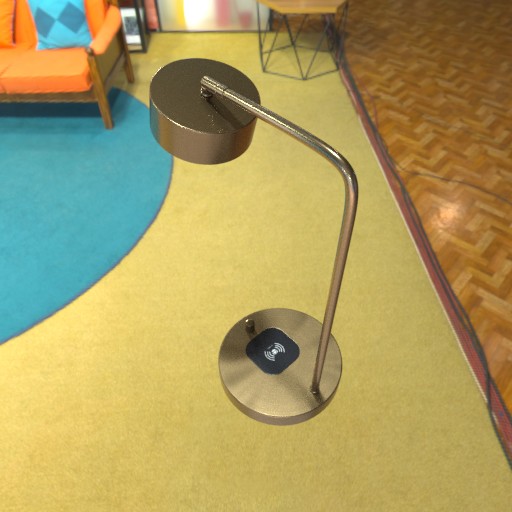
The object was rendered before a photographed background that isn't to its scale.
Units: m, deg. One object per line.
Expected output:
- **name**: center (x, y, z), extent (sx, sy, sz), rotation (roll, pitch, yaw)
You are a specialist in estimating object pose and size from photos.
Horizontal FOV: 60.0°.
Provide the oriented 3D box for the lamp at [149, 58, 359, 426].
- **lamp**: center (0.000, 0.000, 0.518), extent (0.171, 0.380, 0.270), rotation (-33, 55, -28)
